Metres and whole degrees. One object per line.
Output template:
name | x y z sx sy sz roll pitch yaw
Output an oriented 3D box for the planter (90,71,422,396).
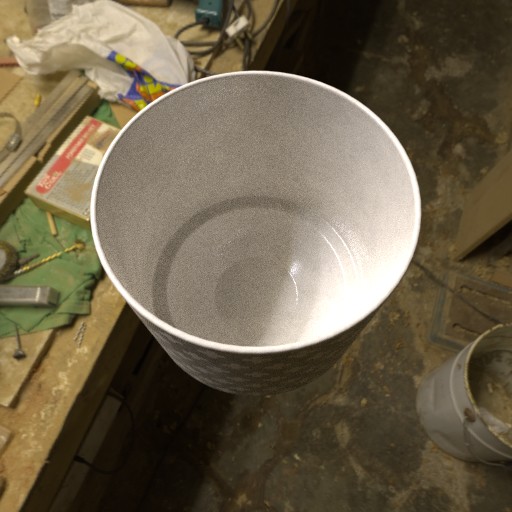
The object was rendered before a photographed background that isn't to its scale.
planter | 0.000 0.000 0.338 0.190 0.181 0.190 0 65 0
